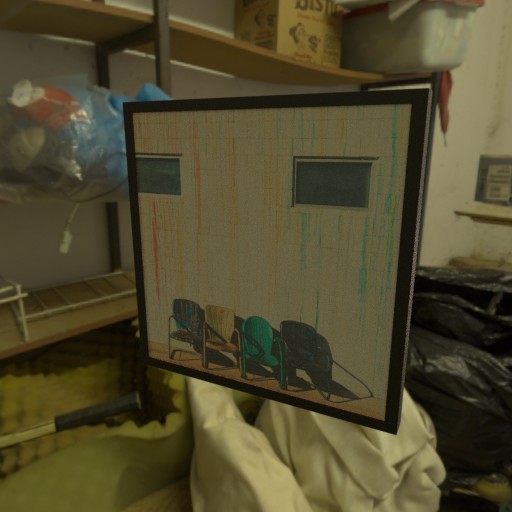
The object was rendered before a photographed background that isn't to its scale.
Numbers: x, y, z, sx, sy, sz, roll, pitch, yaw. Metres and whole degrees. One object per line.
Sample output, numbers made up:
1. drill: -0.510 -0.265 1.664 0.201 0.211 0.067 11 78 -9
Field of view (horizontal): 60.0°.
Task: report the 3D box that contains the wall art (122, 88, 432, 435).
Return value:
1. wall art: 0.000 0.000 0.748 0.506 0.506 0.037 7 17 26
